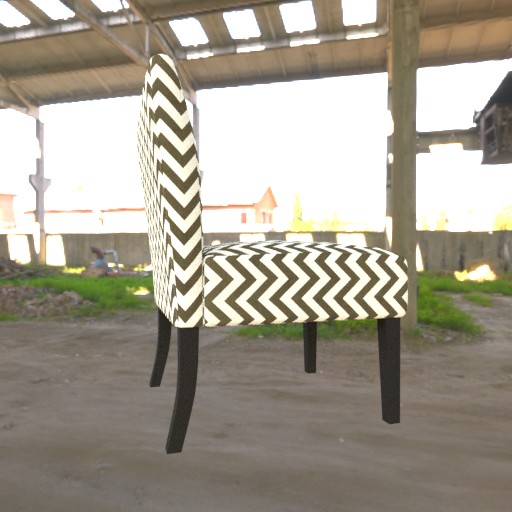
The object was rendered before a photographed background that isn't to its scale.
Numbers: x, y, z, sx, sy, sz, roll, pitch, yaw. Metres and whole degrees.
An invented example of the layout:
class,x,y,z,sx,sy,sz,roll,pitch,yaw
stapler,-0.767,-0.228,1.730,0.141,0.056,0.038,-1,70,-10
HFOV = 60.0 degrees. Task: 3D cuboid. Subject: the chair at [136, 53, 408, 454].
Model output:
class,x,y,z,sx,sy,sz,roll,pitch,yaw
chair,0.000,0.000,1.272,0.648,0.838,0.589,0,0,-18
